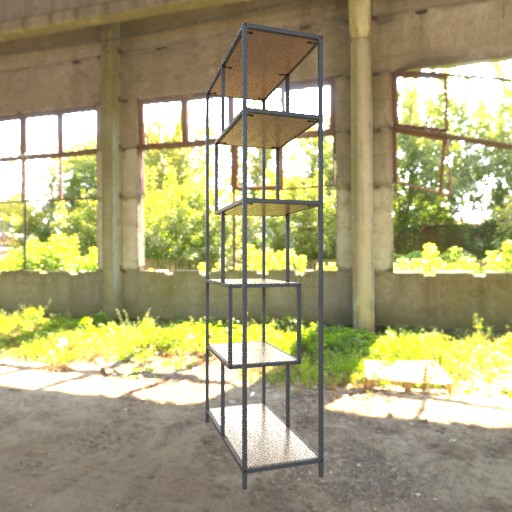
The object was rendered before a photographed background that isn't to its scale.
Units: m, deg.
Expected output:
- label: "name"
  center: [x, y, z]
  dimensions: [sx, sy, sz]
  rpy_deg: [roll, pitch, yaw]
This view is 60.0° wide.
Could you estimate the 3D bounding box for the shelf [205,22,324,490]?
- label: "shelf"
  center: [0.000, 0.000, 2.172]
  dimensions: [0.350, 1.850, 0.770]
  rpy_deg: [0, -1, -18]
